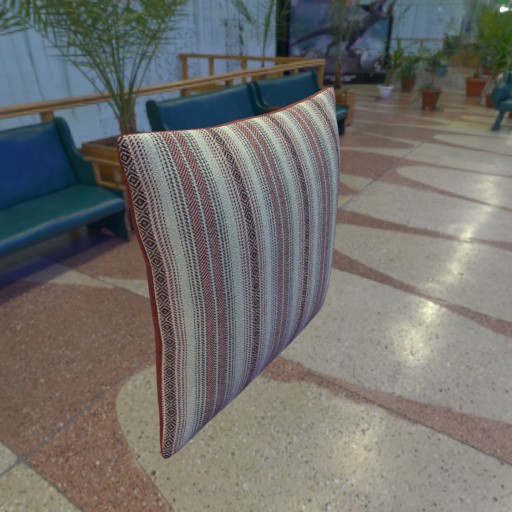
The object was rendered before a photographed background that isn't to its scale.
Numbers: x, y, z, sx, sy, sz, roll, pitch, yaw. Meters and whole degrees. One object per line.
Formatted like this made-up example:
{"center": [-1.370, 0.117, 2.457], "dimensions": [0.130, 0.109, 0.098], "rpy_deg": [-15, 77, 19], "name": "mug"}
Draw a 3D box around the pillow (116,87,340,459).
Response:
{"center": [0.000, 0.000, 0.763], "dimensions": [0.166, 0.497, 0.513], "rpy_deg": [18, 33, 31], "name": "pillow"}
